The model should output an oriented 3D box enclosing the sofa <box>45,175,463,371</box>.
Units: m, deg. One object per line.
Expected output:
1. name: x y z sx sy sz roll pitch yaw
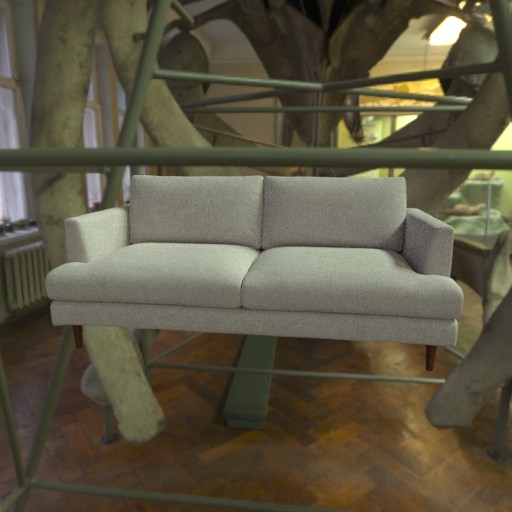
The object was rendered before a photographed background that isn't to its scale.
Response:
1. sofa: 0.000 0.000 2.500 1.948 0.868 1.020 2 13 8
